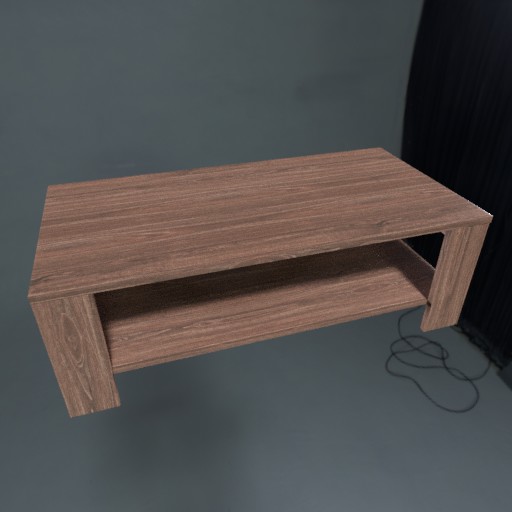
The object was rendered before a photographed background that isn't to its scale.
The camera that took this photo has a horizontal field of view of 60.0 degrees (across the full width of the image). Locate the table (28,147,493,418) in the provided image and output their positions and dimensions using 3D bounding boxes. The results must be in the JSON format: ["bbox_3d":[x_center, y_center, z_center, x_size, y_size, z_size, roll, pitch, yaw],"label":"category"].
[{"bbox_3d":[0.000,0.000,1.435,1.200,0.400,0.600,-10,34,-15],"label":"table"}]
